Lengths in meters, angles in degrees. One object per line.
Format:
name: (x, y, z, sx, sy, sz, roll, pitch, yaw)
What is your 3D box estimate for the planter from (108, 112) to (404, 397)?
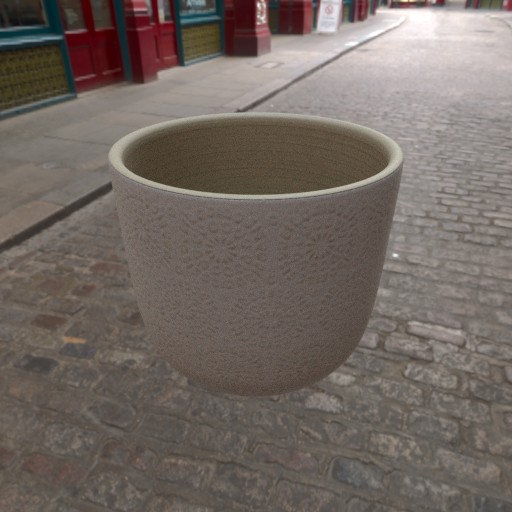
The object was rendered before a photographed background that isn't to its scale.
planter: (0.000, 0.000, 0.370, 0.208, 0.190, 0.208, 0, 30, 0)
